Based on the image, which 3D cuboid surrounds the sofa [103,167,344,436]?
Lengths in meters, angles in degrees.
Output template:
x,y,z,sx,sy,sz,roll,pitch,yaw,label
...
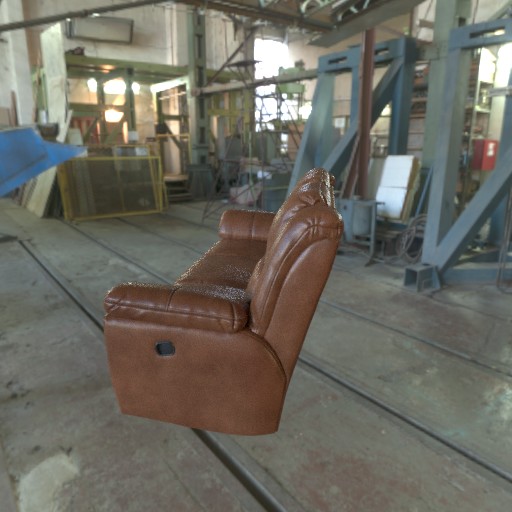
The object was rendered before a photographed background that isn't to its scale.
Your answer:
x,y,z,sx,sy,sz,roll,pitch,yaw,label
0.000,0.000,2.819,0.991,1.043,2.337,2,15,9,sofa
